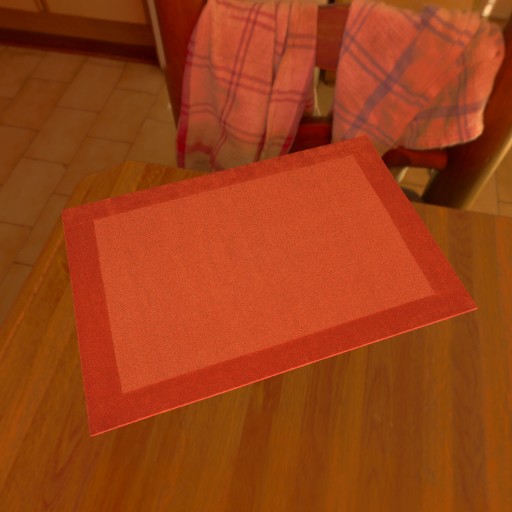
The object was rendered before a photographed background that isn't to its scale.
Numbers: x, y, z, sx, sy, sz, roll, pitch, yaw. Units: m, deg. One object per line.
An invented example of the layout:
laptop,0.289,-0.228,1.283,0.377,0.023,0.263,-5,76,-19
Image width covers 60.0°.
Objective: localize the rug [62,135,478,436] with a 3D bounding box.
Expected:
rug,0.000,0.000,2.265,1.829,0.014,1.219,-16,60,-9
